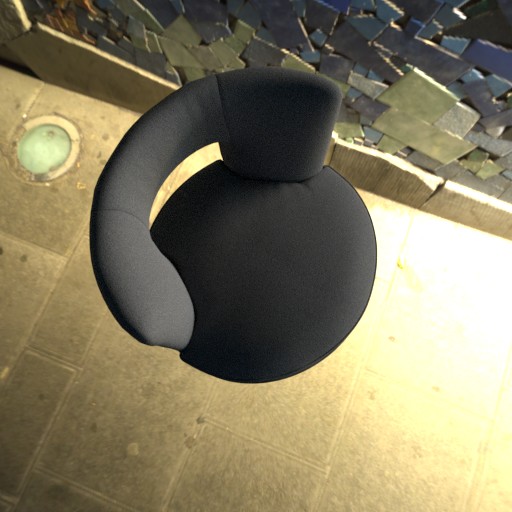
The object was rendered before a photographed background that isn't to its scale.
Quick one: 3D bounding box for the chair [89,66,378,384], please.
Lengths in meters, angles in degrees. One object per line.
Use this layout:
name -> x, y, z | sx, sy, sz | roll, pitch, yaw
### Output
chair -> 0.000, 0.000, 1.227 | 0.660, 0.719, 0.689 | 35, 77, 9
